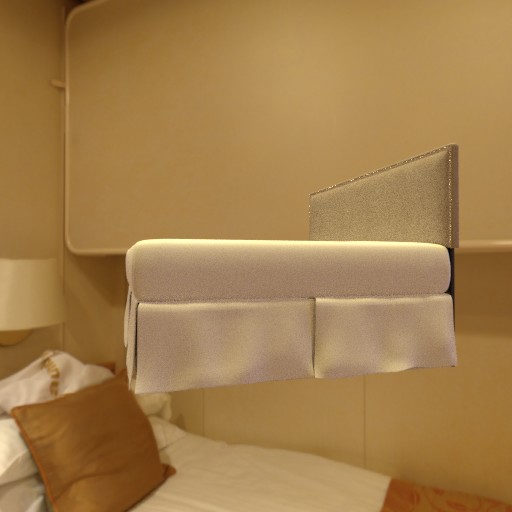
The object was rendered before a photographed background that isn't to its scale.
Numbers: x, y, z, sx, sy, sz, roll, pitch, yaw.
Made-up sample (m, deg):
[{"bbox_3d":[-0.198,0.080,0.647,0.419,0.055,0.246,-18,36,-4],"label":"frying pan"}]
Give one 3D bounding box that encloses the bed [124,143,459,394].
[{"bbox_3d":[0.000,0.000,3.365,1.914,1.346,2.170,0,-1,-17],"label":"bed"}]
